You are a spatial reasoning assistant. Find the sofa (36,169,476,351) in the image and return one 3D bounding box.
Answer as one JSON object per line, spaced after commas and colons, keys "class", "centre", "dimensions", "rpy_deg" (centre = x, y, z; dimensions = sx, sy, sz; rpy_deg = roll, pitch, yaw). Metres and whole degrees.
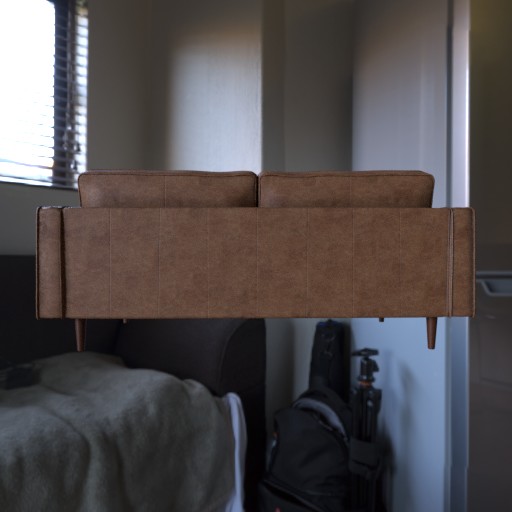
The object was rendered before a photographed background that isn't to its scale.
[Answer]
{"class": "sofa", "centre": [0.000, 0.000, 2.341], "dimensions": [1.920, 0.825, 0.924], "rpy_deg": [0, 1, -1]}
